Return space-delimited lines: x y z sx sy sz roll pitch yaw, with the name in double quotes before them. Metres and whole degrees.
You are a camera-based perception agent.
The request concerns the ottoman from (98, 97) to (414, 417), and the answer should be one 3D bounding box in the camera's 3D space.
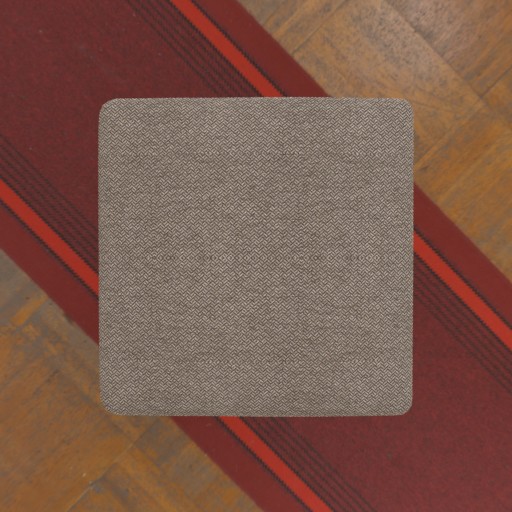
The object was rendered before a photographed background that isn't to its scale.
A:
"ottoman" 0.000 0.000 0.896 0.512 0.453 0.519 0 91 0
